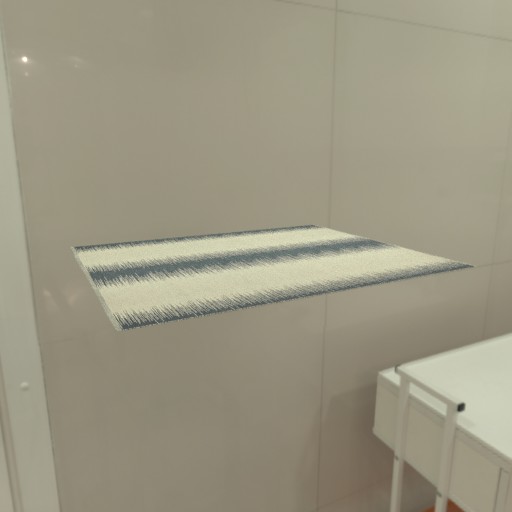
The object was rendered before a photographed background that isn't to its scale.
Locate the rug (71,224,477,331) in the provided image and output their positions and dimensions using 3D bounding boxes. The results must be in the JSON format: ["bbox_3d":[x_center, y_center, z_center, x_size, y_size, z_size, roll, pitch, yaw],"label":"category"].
[{"bbox_3d":[0.000,0.000,4.180,3.037,0.004,2.453,-7,15,-27],"label":"rug"}]
